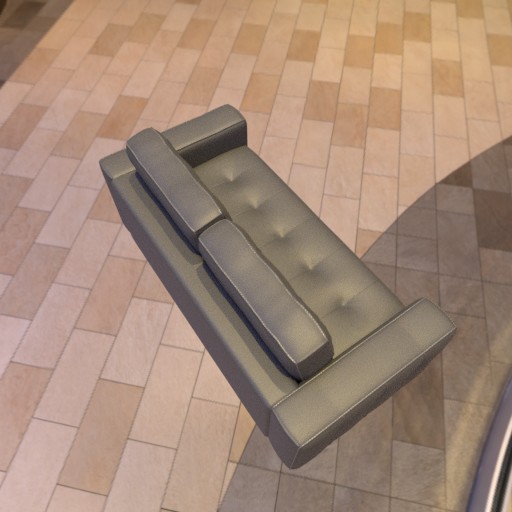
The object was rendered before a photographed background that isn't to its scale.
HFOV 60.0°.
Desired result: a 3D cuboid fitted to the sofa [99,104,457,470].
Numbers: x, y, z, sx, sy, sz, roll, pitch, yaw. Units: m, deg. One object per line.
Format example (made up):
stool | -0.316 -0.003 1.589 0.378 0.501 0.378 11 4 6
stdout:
sofa | 0.000 0.000 2.172 0.833 0.893 1.726 -30 62 -18
